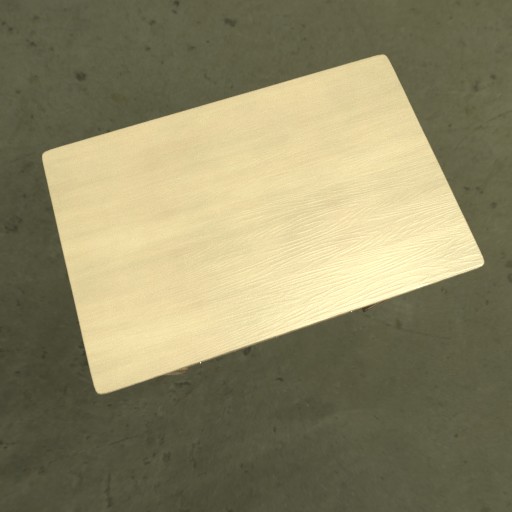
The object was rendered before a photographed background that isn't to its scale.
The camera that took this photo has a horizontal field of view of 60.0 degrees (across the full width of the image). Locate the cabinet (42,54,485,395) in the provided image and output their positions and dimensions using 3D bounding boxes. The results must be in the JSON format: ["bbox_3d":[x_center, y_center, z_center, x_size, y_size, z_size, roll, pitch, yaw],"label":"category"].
[{"bbox_3d":[0.000,0.000,1.242,0.763,0.762,0.503,-18,76,-5],"label":"cabinet"}]
